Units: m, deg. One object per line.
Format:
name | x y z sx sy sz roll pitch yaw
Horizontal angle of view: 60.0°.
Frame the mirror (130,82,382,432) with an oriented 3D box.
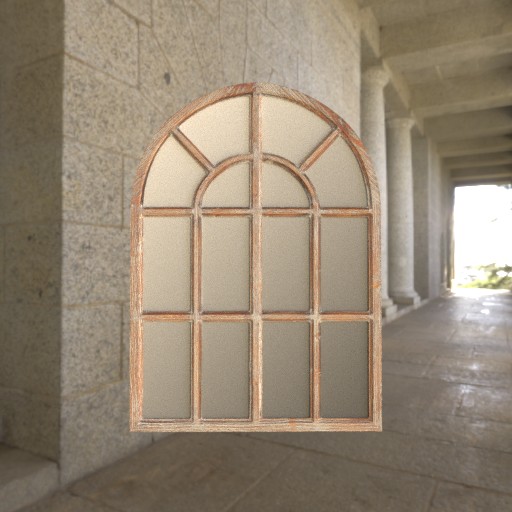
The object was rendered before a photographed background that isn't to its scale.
mirror | 0.000 0.000 1.183 0.660 0.920 0.032 0 -1 0
